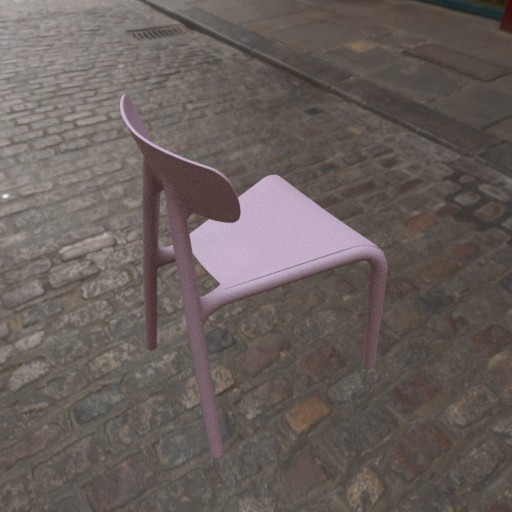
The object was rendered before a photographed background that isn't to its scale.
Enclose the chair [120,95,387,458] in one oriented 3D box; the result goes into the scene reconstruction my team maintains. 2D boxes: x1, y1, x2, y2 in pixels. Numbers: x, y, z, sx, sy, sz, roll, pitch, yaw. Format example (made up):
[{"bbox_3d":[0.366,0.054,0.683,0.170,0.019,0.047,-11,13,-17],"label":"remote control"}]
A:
[{"bbox_3d":[0.000,0.000,0.814,0.401,0.580,0.356,-24,46,-25],"label":"chair"}]
